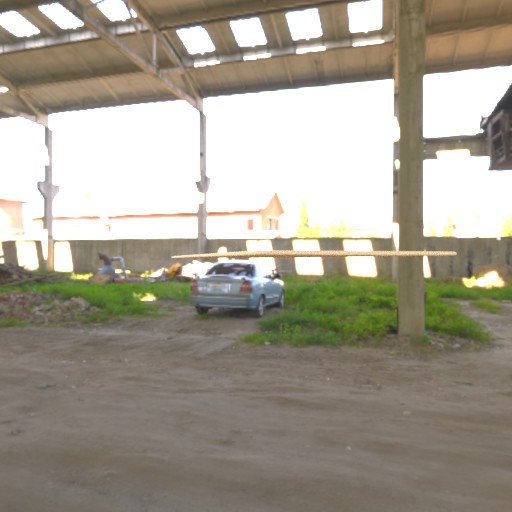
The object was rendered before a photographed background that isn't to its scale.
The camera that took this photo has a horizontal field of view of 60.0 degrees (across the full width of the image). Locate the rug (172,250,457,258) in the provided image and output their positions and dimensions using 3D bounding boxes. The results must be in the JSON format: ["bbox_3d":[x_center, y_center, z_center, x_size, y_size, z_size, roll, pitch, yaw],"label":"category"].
[{"bbox_3d":[0.000,0.000,2.423,0.678,0.014,2.276,0,0,-17],"label":"rug"}]
